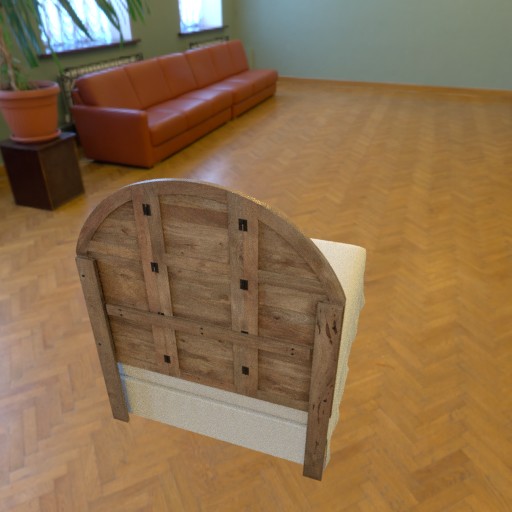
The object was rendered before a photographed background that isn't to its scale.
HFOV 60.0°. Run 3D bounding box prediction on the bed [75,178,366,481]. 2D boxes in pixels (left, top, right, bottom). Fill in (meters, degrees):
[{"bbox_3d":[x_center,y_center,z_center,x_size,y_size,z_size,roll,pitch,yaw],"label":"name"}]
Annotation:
[{"bbox_3d":[0.000,0.000,3.520,1.713,2.002,2.112,10,32,16],"label":"bed"}]
